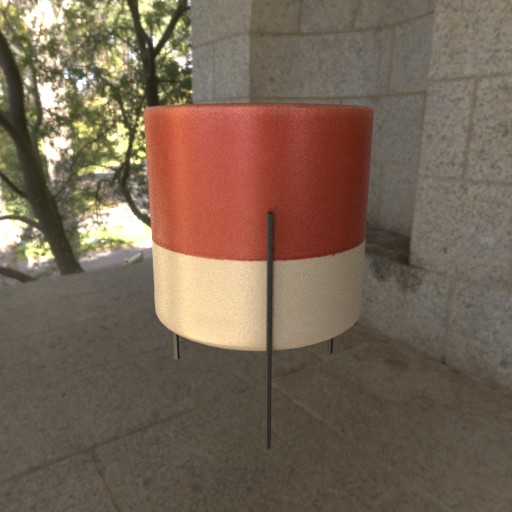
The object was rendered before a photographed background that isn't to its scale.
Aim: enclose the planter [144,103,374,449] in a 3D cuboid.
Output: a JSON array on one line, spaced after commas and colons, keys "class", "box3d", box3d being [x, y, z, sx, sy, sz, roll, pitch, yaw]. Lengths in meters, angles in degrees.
[{"class": "planter", "box3d": [0.000, 0.000, 0.740, 0.354, 0.465, 0.345, 7, 17, 25]}]
